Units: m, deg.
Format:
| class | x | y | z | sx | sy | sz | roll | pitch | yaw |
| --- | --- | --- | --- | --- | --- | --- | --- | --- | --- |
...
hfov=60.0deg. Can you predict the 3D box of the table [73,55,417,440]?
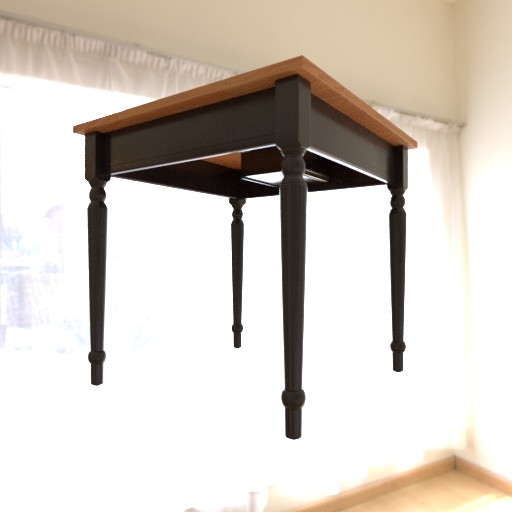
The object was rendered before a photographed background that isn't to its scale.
| class | x | y | z | sx | sy | sz | roll | pitch | yaw |
| --- | --- | --- | --- | --- | --- | --- | --- | --- | --- |
| table | 0.000 | 0.000 | 1.340 | 0.747 | 0.738 | 0.747 | 0 | -1 | 36 |
